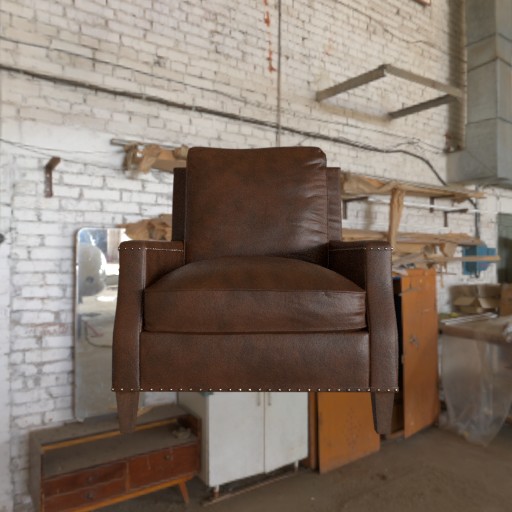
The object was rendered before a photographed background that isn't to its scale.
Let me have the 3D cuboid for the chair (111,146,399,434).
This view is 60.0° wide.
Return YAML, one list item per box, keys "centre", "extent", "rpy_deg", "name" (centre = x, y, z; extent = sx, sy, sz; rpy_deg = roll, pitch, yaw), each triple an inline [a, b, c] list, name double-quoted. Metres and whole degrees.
- centre: [0.000, 0.000, 1.780]
  extent: [0.854, 1.054, 1.035]
  rpy_deg: [0, 0, 0]
  name: "chair"
